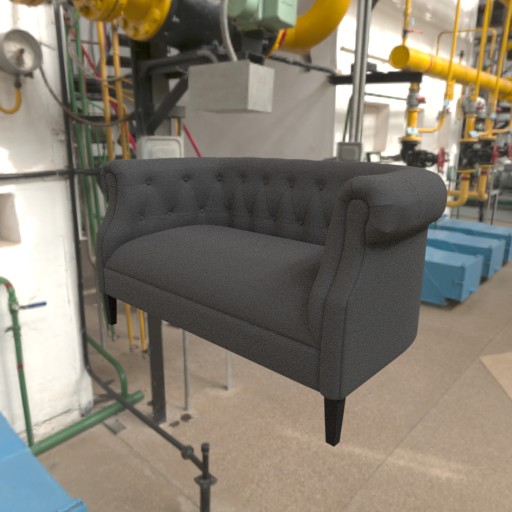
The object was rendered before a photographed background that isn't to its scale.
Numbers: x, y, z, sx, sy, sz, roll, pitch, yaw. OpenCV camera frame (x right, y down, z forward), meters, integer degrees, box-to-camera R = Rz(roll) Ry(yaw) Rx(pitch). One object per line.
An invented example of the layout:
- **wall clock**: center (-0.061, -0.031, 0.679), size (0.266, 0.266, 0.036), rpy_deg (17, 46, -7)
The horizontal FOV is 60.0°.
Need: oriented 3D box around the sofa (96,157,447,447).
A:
- **sofa**: center (0.000, 0.000, 1.989), size (1.558, 0.827, 0.835), rpy_deg (14, 20, 41)
